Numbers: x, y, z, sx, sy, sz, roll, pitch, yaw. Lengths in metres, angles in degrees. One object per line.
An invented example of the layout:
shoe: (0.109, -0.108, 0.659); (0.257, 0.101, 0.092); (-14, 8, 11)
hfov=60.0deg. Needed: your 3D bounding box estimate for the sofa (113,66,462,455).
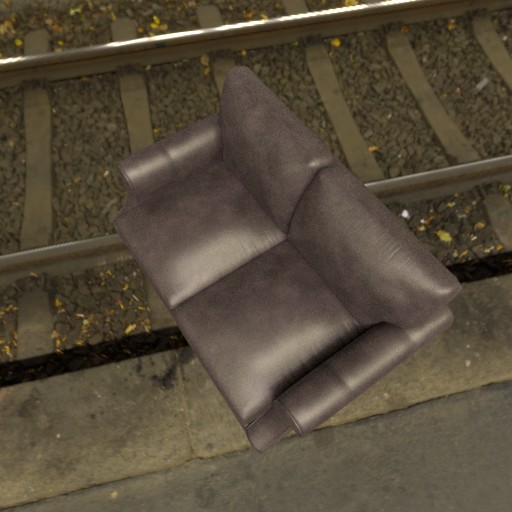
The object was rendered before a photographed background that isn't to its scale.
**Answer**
sofa: (0.000, 0.000, 2.271); (1.030, 0.979, 1.663); (-31, 67, -15)
